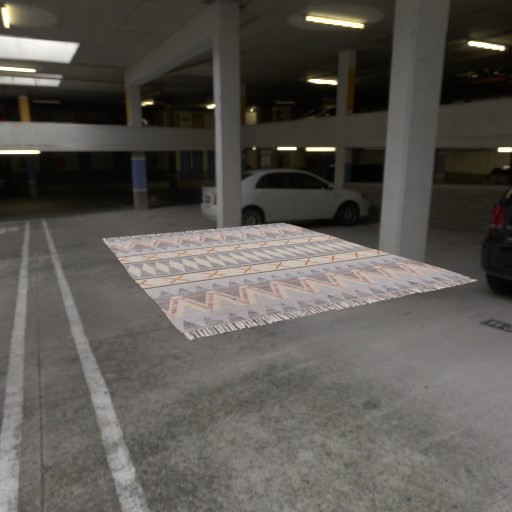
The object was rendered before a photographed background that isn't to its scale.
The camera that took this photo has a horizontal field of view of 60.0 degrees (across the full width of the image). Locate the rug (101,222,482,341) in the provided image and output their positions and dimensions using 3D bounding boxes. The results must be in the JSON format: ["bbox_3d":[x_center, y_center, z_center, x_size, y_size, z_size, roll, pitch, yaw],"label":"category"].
[{"bbox_3d":[0.000,0.000,4.138,2.371,0.012,3.000,-7,15,-26],"label":"rug"}]
